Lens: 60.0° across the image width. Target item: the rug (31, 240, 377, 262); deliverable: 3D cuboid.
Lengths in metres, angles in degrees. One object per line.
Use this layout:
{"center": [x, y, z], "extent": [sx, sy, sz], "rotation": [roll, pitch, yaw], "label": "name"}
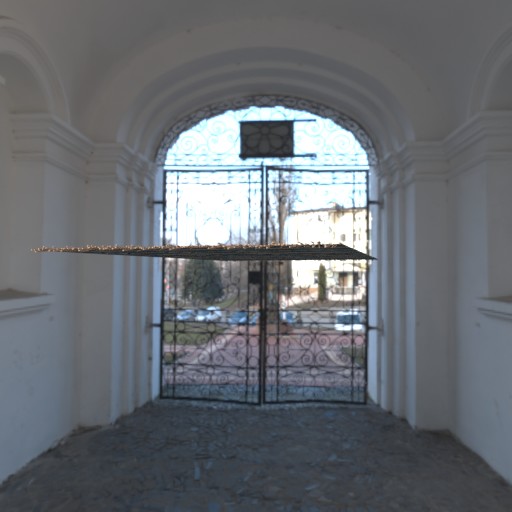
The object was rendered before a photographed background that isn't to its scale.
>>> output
{"center": [0.000, 0.000, 2.410], "extent": [1.181, 0.028, 1.936], "rotation": [-1, -2, 19], "label": "rug"}
